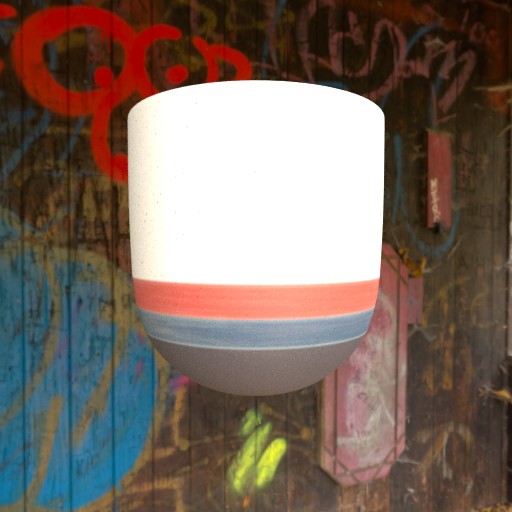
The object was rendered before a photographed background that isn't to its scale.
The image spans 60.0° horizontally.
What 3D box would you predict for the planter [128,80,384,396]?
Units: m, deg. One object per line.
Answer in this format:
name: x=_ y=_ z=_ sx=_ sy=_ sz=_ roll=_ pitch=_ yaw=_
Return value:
planter: x=0.000 y=0.000 z=0.368 sx=0.204 sy=0.214 sz=0.204 roll=0 pitch=1 yaw=0
